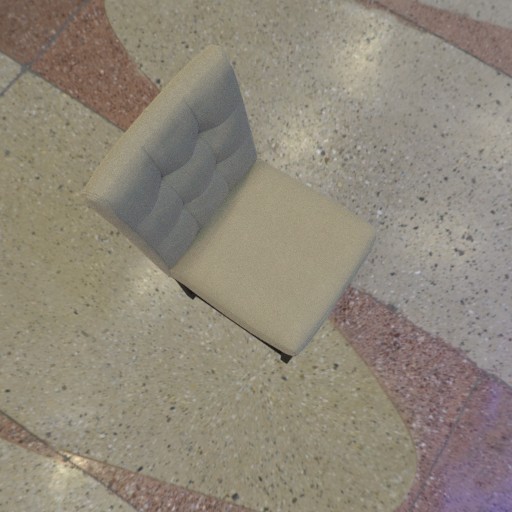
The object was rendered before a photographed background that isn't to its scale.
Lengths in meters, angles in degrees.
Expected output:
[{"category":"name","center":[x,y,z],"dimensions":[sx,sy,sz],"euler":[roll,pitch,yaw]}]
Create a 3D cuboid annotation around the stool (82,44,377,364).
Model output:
[{"category":"stool","center":[0.000,0.000,1.304],"dimensions":[0.548,1.047,0.411],"euler":[35,78,8]}]
